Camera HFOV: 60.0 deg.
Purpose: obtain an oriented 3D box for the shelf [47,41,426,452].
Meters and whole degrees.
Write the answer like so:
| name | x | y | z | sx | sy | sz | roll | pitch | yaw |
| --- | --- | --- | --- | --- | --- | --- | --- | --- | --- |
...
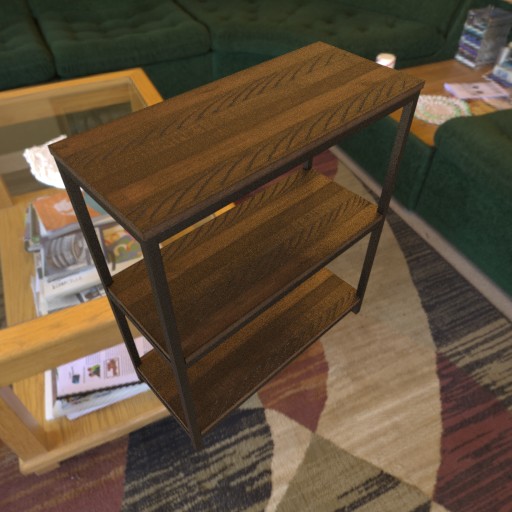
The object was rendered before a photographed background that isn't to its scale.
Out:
| name | x | y | z | sx | sy | sz | roll | pitch | yaw |
| --- | --- | --- | --- | --- | --- | --- | --- | --- | --- |
| shelf | 0.000 | 0.000 | 1.339 | 0.822 | 0.947 | 0.352 | -33 | 54 | -28 |
